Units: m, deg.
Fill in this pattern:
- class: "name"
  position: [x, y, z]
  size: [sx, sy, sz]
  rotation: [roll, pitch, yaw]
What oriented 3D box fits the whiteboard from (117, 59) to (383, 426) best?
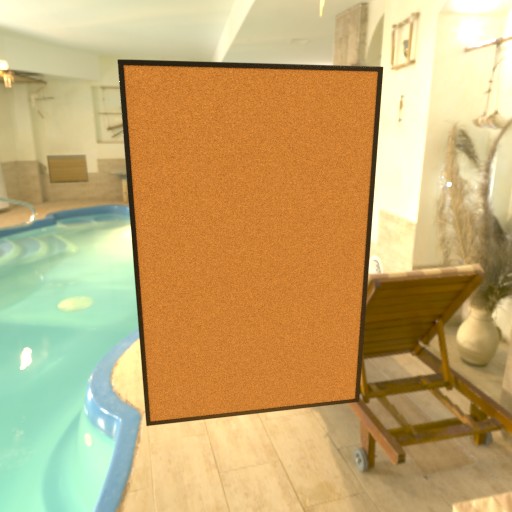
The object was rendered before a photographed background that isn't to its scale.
- class: "whiteboard"
  position: [0.000, 0.000, 0.762]
  size: [0.406, 0.611, 0.026]
  rotation: [-3, 16, -10]
